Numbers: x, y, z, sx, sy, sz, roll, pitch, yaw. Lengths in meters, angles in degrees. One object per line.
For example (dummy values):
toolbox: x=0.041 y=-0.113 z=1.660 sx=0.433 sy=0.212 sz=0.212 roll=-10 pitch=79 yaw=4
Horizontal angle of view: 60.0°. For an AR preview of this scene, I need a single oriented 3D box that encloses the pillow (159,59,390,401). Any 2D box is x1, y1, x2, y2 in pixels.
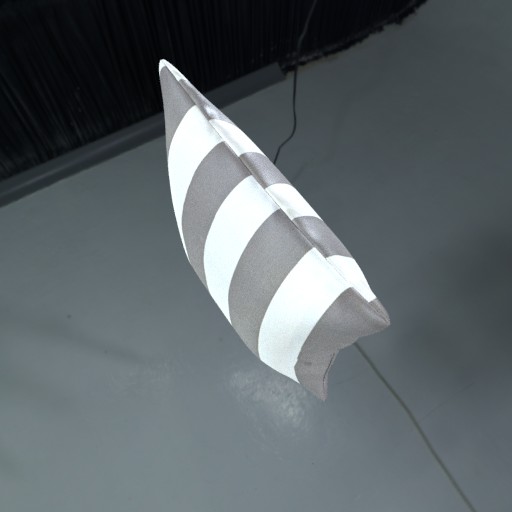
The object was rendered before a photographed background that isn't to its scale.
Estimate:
pillow: x=0.000 y=0.000 z=0.806 sx=0.192 sy=0.507 sz=0.522 roll=-31 pitch=67 yaw=-15
